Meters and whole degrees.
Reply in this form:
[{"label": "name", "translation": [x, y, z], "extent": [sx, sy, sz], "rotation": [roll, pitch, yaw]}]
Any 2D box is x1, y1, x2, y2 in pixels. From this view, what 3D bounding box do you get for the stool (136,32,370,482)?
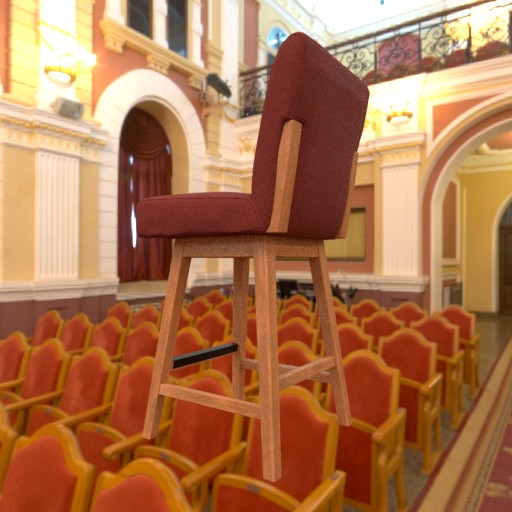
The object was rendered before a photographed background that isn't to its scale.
[{"label": "stool", "translation": [0.000, 0.000, 1.312], "extent": [0.562, 1.038, 0.468], "rotation": [0, -1, 35]}]
